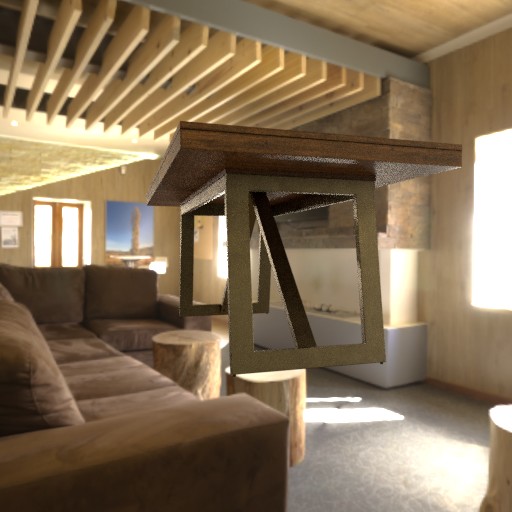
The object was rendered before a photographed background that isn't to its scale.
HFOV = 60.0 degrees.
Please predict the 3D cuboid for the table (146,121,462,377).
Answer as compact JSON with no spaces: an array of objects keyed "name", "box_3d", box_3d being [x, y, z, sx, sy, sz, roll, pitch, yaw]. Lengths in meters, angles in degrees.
[{"name":"table","box_3d":[0.000,0.000,2.126,0.931,0.757,1.641,0,1,-17]}]
